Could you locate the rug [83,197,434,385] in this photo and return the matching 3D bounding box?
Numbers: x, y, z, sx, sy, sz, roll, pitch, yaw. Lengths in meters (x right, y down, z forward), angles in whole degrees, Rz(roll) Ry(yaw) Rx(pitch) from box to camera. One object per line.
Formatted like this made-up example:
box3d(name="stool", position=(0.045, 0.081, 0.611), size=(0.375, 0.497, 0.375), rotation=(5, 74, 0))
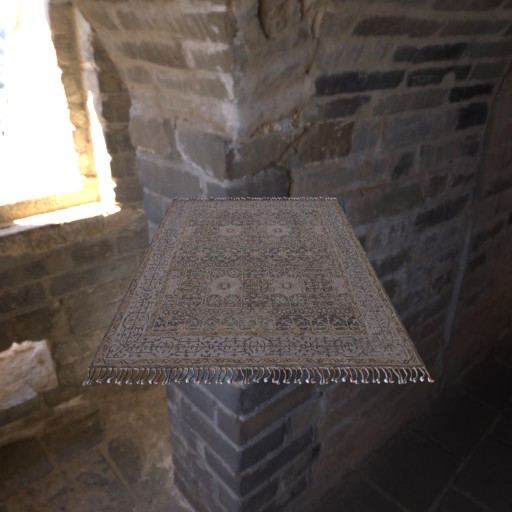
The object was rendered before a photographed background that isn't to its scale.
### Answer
box3d(name="rug", position=(0.000, 0.000, 2.451), size=(1.237, 0.010, 2.029), rotation=(0, 26, 0))
